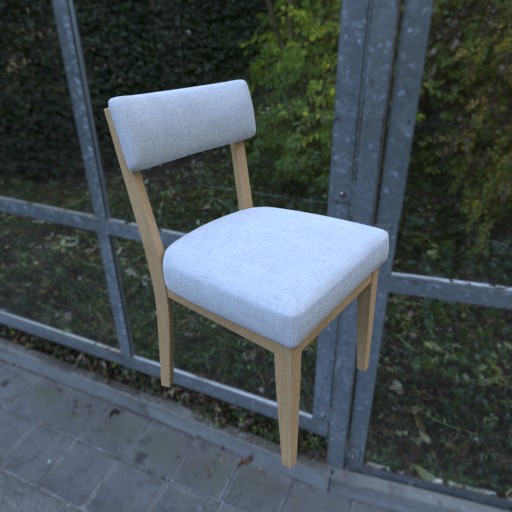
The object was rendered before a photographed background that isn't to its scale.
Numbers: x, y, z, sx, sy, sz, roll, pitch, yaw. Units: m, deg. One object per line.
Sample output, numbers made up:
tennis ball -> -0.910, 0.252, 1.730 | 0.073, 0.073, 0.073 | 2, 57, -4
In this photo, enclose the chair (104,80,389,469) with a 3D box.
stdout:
chair -> 0.000, 0.000, 1.205 | 0.572, 0.832, 0.508 | 19, 33, 32
